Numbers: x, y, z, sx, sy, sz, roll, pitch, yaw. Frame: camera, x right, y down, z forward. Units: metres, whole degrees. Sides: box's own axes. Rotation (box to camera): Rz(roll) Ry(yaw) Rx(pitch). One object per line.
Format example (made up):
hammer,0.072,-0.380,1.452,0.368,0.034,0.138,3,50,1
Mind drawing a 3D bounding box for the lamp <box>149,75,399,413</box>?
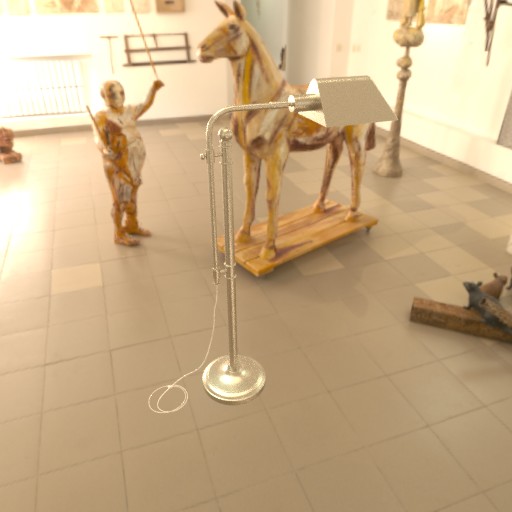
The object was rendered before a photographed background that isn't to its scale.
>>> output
lamp,0.000,0.000,0.961,0.546,0.708,0.159,-11,32,-17
